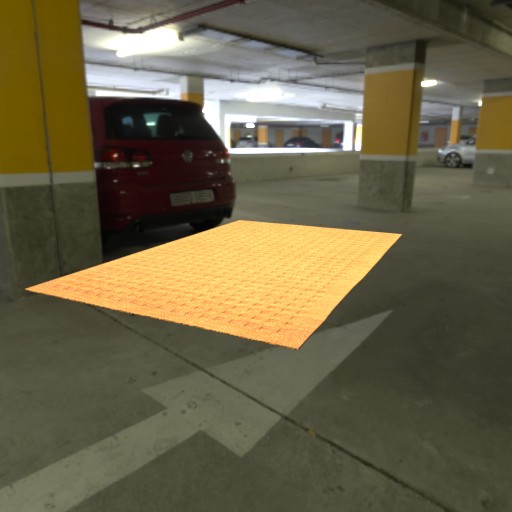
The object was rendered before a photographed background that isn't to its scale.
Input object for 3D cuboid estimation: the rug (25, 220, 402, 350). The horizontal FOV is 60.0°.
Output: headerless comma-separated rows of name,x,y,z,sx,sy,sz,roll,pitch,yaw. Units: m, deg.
rug,0.000,0.000,2.231,1.143,0.006,1.747,7,16,26
